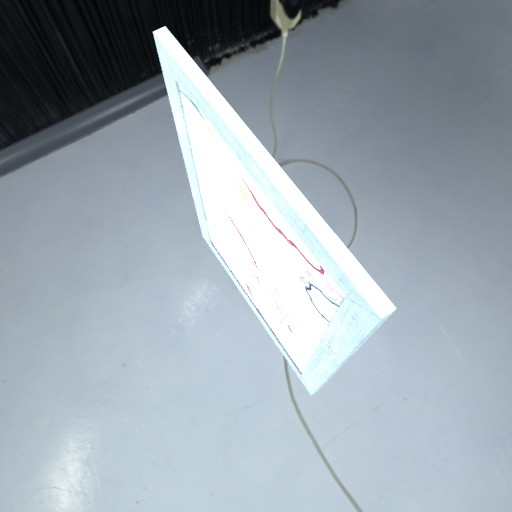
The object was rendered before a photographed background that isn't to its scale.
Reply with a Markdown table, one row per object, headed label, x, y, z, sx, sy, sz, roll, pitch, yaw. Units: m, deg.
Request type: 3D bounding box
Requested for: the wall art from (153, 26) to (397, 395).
| label | x | y | z | sx | sy | sz | roll | pitch | yaw |
| --- | --- | --- | --- | --- | --- | --- | --- | --- | --- |
| wall art | 0.000 | 0.000 | 0.801 | 0.020 | 0.613 | 0.481 | -31 | 69 | -13 |
